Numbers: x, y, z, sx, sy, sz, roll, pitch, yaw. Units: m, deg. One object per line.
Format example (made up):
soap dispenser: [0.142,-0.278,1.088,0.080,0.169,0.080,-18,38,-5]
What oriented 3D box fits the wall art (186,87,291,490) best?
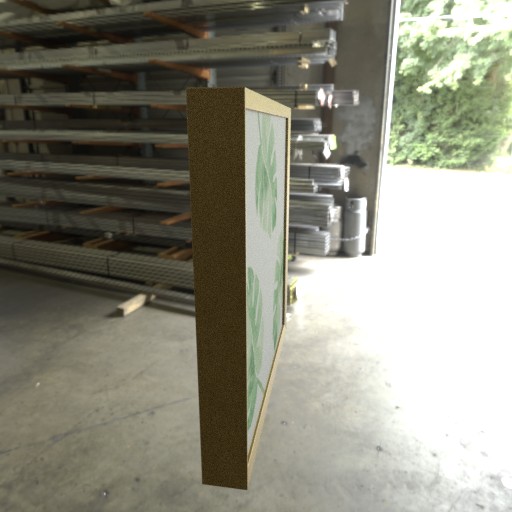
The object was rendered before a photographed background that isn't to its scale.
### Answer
wall art: [0.000,0.000,0.462,0.038,0.305,0.305,3,16,9]
